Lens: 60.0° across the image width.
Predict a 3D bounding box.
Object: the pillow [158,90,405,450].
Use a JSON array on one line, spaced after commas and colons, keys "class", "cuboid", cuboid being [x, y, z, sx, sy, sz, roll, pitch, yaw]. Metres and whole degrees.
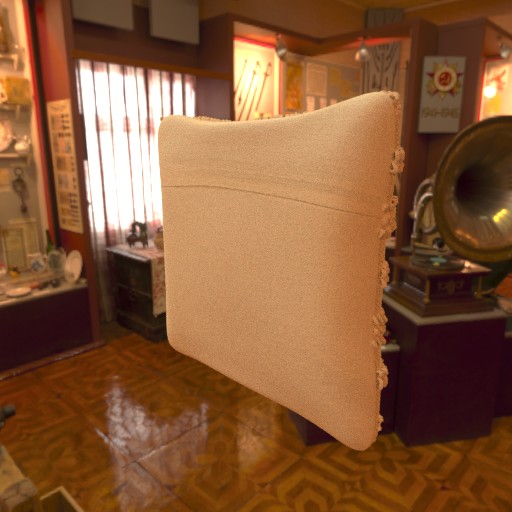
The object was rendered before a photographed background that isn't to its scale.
[{"class": "pillow", "cuboid": [0.000, 0.000, 0.649, 0.145, 0.427, 0.437, -13, 19, -43]}]
